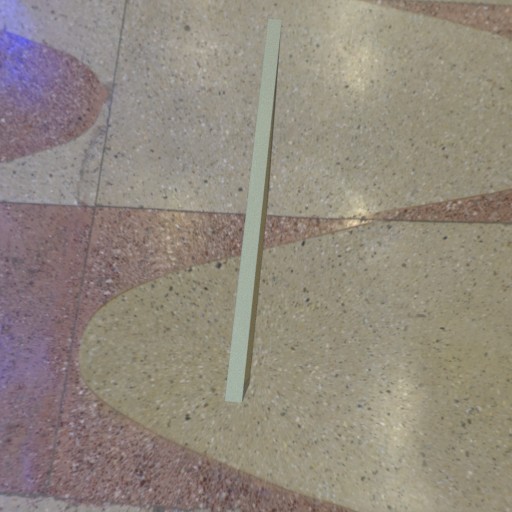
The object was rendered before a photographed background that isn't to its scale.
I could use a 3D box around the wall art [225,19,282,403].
[{"bbox_3d":[0.000,0.000,1.362,0.034,1.042,0.789,5,76,1],"label":"wall art"}]
